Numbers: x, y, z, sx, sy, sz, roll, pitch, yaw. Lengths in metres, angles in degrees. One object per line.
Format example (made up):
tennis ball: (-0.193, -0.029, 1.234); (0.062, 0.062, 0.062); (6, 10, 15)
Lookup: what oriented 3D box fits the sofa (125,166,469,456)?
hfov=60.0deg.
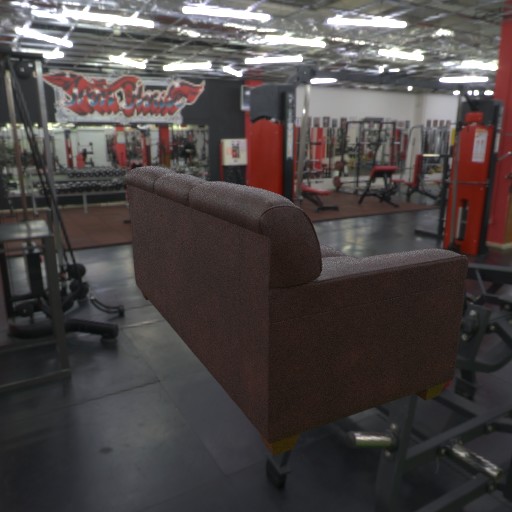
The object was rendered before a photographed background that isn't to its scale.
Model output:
sofa: (0.000, 0.000, 2.502); (1.008, 0.953, 2.039); (-7, 16, -27)
